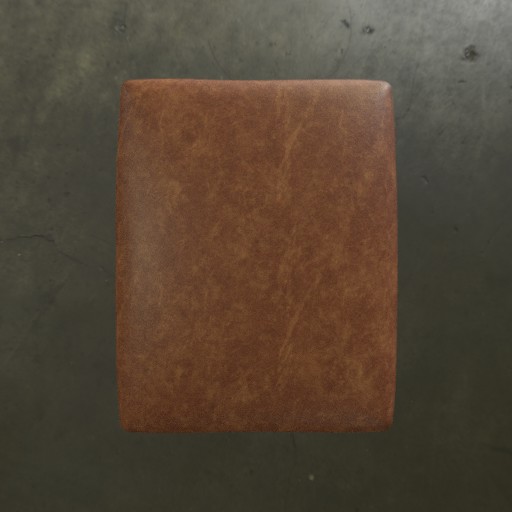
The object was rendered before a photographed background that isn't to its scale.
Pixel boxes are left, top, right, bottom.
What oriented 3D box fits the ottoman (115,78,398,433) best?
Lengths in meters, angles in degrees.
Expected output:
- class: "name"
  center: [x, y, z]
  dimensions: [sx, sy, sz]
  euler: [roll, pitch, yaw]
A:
- class: "ottoman"
  center: [0.000, 0.000, 1.091]
  dimensions: [0.586, 0.486, 0.742]
  euler: [0, 89, -1]
